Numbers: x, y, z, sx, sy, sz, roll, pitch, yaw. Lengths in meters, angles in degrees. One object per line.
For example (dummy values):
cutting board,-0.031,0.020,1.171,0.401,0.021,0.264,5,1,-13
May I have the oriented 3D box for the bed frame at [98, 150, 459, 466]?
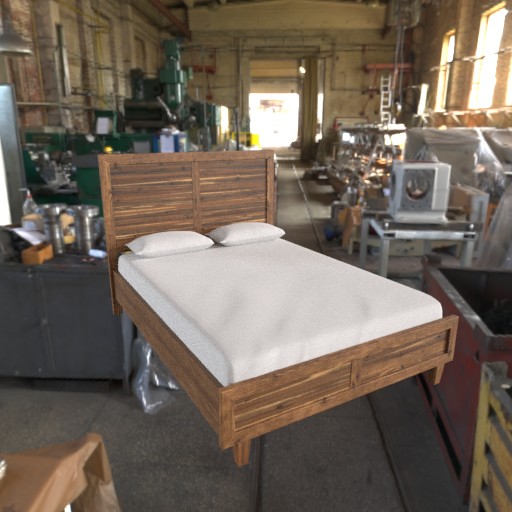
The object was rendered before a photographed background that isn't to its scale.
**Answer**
bed frame,0.000,0.000,3.318,1.696,1.417,2.276,-9,19,-29
